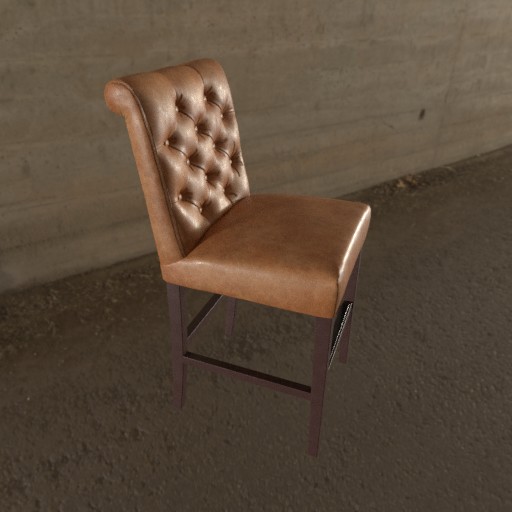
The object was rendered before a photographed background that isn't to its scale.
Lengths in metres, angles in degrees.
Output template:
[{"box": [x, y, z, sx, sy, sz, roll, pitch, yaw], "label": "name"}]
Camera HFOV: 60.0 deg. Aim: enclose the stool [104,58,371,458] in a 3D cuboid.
[{"box": [0.000, 0.000, 1.347, 0.601, 1.047, 0.493, 11, 32, 19], "label": "stool"}]
